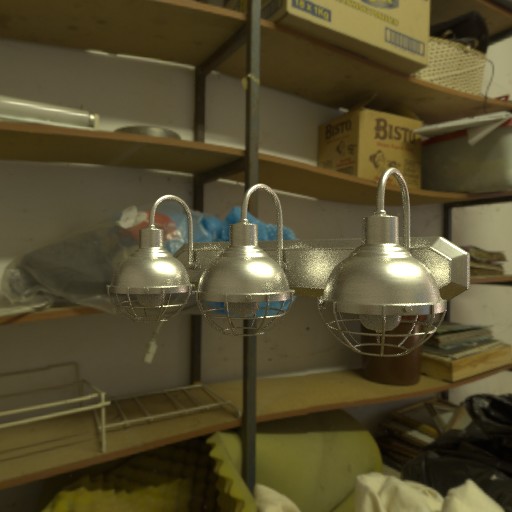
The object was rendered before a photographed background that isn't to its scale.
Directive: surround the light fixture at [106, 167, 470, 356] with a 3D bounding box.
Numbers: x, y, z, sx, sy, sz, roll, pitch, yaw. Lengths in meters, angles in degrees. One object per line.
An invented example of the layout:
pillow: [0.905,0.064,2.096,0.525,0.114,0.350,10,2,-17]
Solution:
light fixture: [0.000,0.000,0.766,0.634,0.254,0.229,0,0,37]
